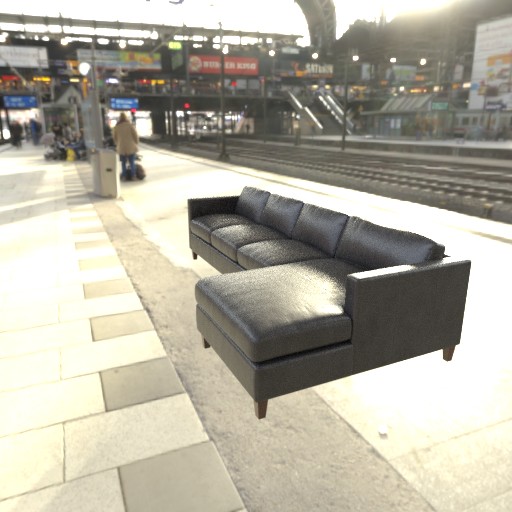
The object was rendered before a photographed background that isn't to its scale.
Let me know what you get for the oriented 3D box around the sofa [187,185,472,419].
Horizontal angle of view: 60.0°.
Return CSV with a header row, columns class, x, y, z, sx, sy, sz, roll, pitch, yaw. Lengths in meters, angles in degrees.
class,x,y,z,sx,sy,sz,roll,pitch,yaw
sofa,0.000,0.000,3.993,1.581,0.883,3.203,-8,18,-24
